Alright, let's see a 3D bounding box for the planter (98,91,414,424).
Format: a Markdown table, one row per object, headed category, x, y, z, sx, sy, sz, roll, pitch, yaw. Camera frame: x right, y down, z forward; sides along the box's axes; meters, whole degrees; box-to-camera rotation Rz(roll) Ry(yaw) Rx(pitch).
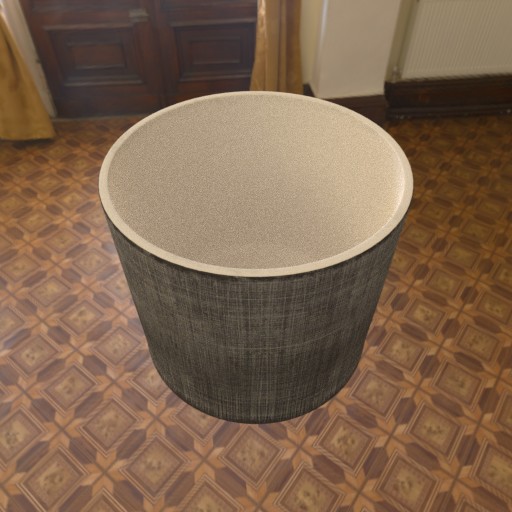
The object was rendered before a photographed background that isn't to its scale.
| category | x | y | z | sx | sy | sz | roll | pitch | yaw |
| --- | --- | --- | --- | --- | --- | --- | --- | --- | --- |
| planter | 0.000 | 0.000 | 0.313 | 0.178 | 0.157 | 0.178 | 0 | 46 | 0 |
